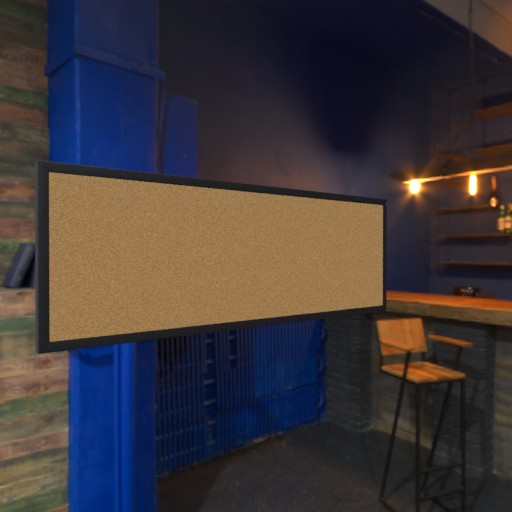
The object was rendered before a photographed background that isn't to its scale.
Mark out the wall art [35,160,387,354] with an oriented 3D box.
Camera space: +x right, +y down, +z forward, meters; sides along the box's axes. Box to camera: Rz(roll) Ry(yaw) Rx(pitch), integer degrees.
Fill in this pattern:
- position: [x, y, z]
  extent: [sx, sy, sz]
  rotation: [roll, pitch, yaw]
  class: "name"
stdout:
- position: [0.000, 0.000, 1.745]
  extent: [1.572, 0.554, 0.041]
  rotation: [0, 1, -36]
  class: "wall art"
